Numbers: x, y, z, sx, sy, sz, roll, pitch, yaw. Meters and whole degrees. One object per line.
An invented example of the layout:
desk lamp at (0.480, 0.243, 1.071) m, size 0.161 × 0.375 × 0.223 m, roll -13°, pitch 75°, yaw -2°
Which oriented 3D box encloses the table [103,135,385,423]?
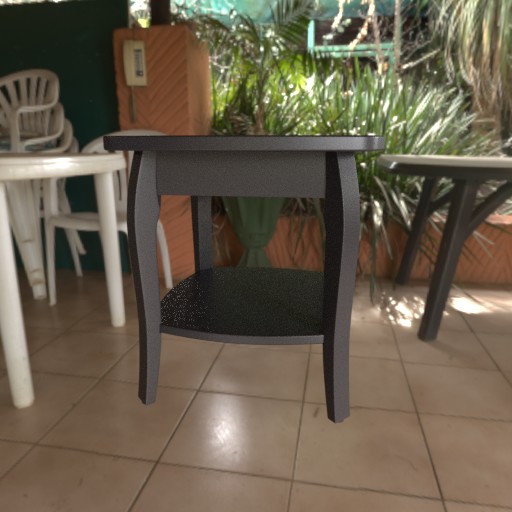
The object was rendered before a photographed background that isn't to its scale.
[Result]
table at (0.000, 0.000, 0.882) m, size 0.457 × 0.457 × 0.508 m, roll 2°, pitch 15°, yaw 9°
